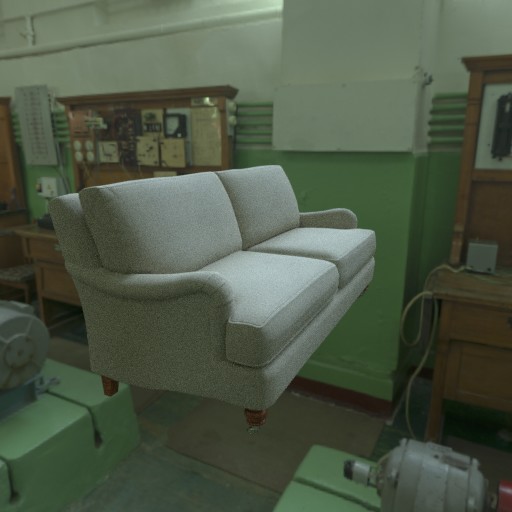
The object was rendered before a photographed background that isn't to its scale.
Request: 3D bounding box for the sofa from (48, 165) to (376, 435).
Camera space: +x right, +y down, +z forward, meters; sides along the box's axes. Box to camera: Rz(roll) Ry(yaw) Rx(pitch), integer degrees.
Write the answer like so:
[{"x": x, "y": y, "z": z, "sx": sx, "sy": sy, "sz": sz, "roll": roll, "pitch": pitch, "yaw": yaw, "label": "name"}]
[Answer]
[{"x": 0.000, "y": 0.000, "z": 2.667, "sx": 1.091, "sy": 0.997, "sz": 2.070, "roll": 7, "pitch": 16, "yaw": 25, "label": "sofa"}]
